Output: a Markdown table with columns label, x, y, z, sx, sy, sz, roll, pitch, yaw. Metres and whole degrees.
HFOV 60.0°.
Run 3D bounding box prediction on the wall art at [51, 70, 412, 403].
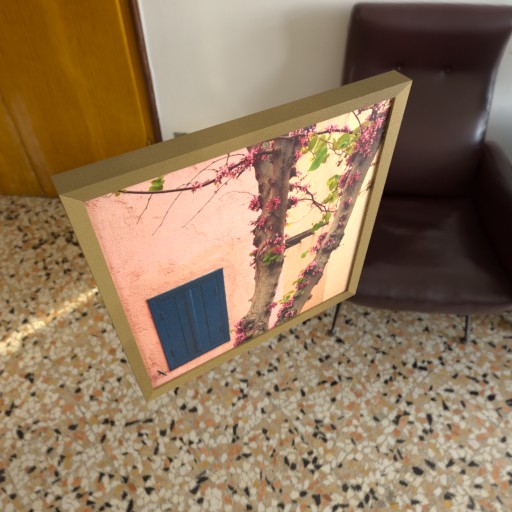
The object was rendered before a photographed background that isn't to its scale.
| label | x | y | z | sx | sy | sz | roll | pitch | yaw |
| --- | --- | --- | --- | --- | --- | --- | --- | --- | --- |
| wall art | 0.000 | 0.000 | 0.755 | 0.507 | 0.508 | 0.038 | -24 | 52 | -20 |
